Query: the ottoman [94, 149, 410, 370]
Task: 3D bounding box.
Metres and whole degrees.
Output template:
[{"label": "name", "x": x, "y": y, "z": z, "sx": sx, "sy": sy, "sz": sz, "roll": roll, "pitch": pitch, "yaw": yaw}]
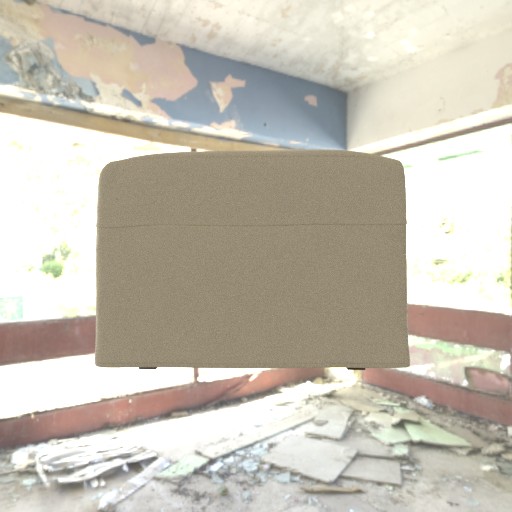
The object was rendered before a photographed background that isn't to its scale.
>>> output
[{"label": "ottoman", "x": 0.000, "y": 0.000, "z": 1.209, "sx": 0.590, "sy": 0.444, "sz": 0.872, "roll": 0, "pitch": 0, "yaw": 1}]
